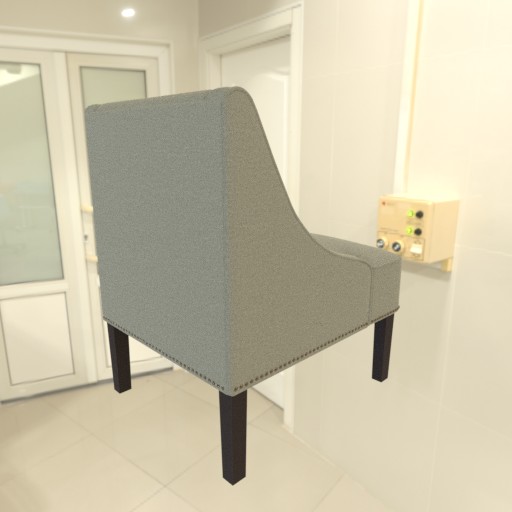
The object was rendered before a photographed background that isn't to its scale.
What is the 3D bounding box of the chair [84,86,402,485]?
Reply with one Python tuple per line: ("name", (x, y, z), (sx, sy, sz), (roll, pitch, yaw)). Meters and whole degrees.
("chair", (0.000, 0.000, 1.340), (0.737, 0.864, 0.610), (-14, 20, -42))
